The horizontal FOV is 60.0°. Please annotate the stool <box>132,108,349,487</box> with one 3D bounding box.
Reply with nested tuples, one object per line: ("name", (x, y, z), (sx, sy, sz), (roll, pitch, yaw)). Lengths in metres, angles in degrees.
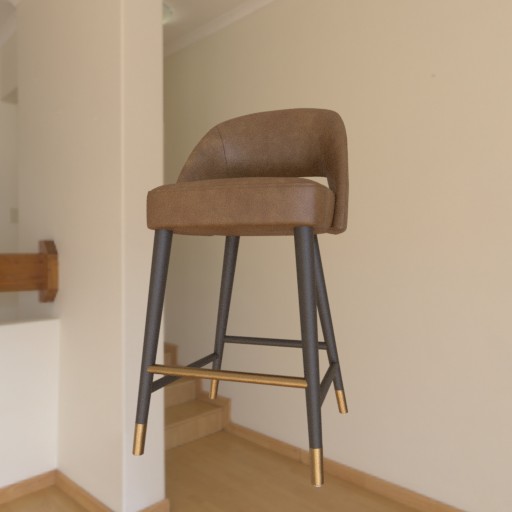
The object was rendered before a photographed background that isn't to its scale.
("stool", (0.000, 0.000, 1.208), (0.494, 0.940, 0.509), (0, 0, 18))
